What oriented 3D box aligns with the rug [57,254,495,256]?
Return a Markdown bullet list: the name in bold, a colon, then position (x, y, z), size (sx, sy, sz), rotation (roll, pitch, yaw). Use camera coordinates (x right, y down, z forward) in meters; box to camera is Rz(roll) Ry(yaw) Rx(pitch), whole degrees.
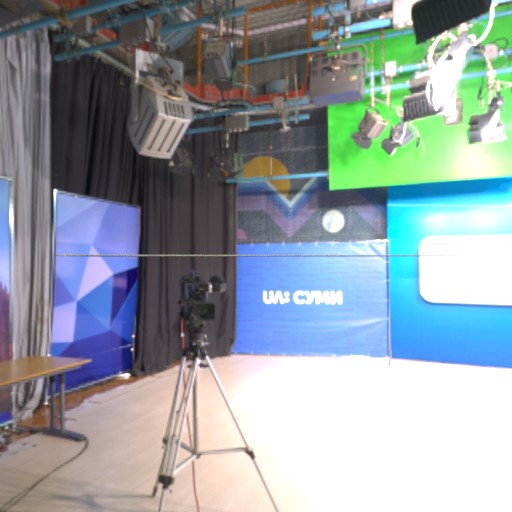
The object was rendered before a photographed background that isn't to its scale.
- **rug**: position (0.000, 0.000, 4.072), size (3.036, 0.008, 2.440), rotation (0, 0, -16)
